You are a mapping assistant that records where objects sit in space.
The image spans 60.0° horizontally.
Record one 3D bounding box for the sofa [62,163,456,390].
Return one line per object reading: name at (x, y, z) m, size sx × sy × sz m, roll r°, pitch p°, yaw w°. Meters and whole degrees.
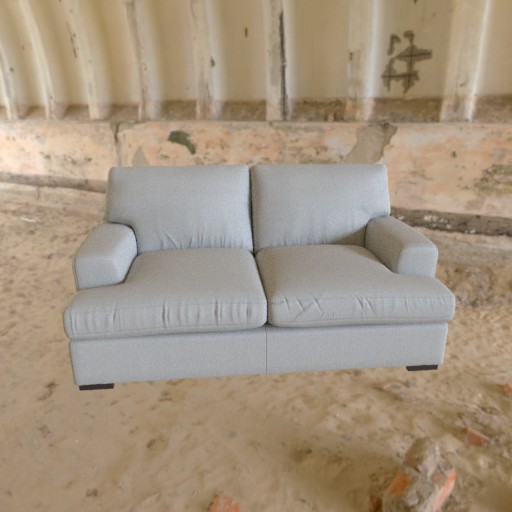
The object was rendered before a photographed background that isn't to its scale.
sofa at (0.000, 0.000, 2.516) m, size 1.880 × 0.940 × 1.143 m, roll -2°, pitch 18°, yaw -6°
